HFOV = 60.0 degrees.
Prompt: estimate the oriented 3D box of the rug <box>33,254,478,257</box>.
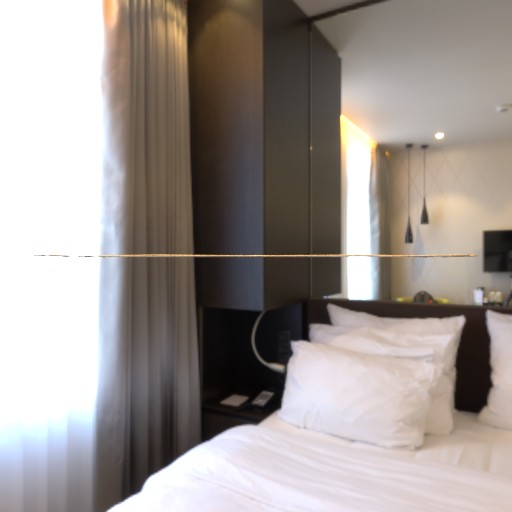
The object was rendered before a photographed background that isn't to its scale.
[{"bbox_3d":[0.000,0.000,2.435,1.861,0.017,1.218,0,0,0],"label":"rug"}]
